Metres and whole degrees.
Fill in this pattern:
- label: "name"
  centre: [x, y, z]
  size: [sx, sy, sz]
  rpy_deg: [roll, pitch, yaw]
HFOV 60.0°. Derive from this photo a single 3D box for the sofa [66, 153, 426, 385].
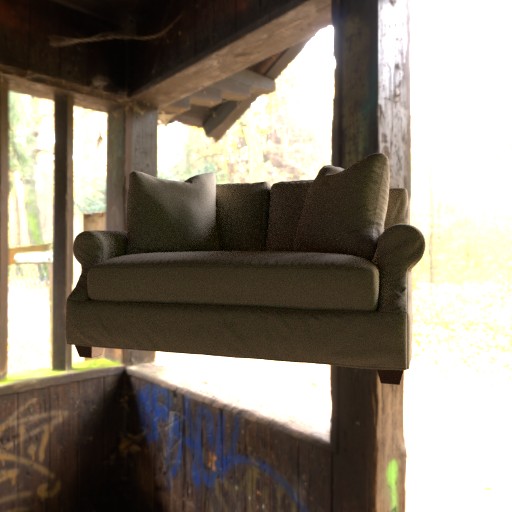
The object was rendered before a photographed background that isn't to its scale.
- label: "sofa"
  centre: [0.000, 0.000, 2.194]
  size: [1.550, 0.905, 1.070]
  rpy_deg: [0, 0, 18]
